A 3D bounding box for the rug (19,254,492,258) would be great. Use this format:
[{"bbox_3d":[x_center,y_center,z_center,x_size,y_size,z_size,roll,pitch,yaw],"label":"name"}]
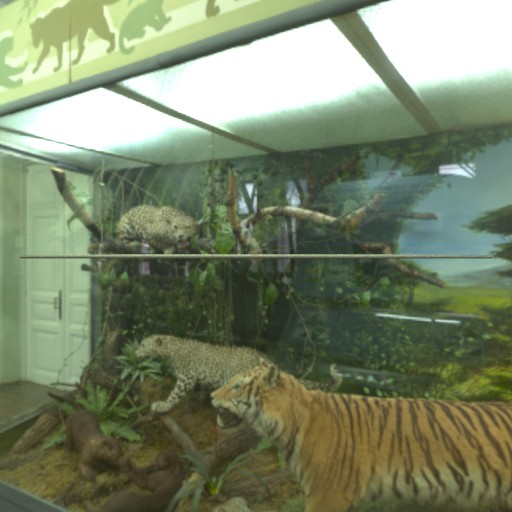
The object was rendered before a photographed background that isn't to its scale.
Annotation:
[{"bbox_3d":[0.000,0.000,2.870,2.213,0.014,1.608,0,0,0],"label":"rug"}]
